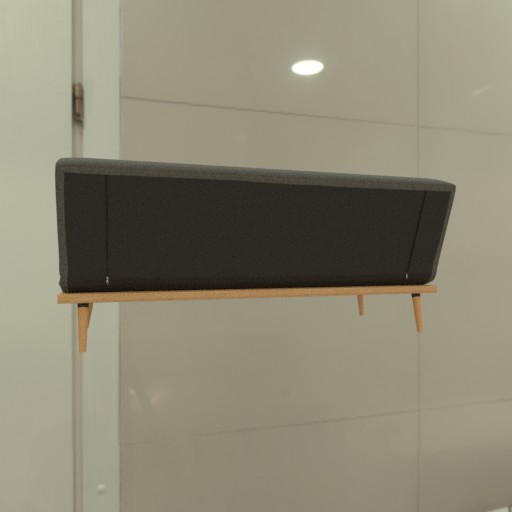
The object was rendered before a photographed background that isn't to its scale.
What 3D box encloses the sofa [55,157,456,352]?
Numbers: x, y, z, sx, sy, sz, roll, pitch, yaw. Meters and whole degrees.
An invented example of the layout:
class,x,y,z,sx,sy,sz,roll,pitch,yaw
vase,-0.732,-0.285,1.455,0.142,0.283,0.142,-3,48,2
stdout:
class,x,y,z,sx,sy,sz,roll,pitch,yaw
sofa,0.000,0.000,2.263,1.820,0.770,0.820,0,0,-17
